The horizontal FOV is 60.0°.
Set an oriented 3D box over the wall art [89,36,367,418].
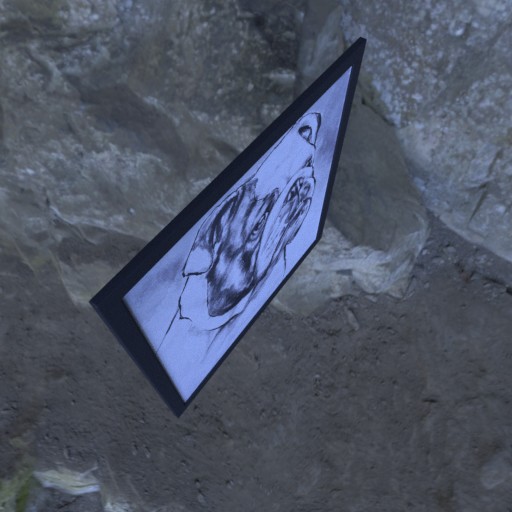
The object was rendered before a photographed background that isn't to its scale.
[{"bbox_3d":[0.000,0.000,0.807,0.012,0.558,0.562,32,64,18],"label":"wall art"}]
